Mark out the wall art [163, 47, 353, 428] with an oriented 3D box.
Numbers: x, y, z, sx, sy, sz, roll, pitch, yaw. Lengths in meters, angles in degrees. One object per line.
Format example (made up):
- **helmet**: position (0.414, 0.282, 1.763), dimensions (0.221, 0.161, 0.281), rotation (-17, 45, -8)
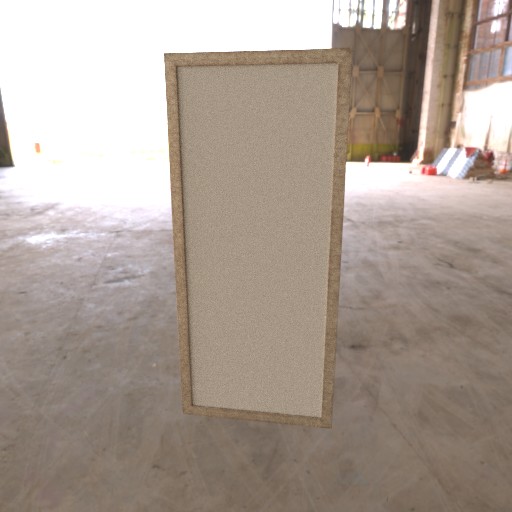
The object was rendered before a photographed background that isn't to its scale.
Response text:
- **wall art**: position (0.000, 0.000, 1.722), dimensions (0.648, 1.461, 0.051), rotation (3, 16, 9)
